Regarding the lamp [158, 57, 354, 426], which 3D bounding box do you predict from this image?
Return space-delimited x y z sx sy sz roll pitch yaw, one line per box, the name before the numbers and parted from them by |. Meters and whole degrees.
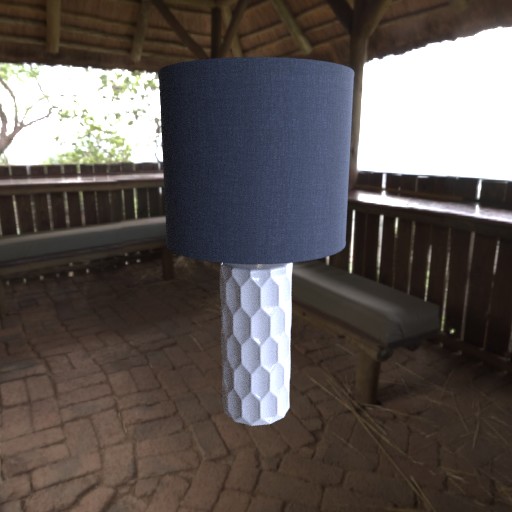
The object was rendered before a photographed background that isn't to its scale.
lamp | 0.000 0.000 0.703 0.277 0.537 0.277 -2 14 -7
